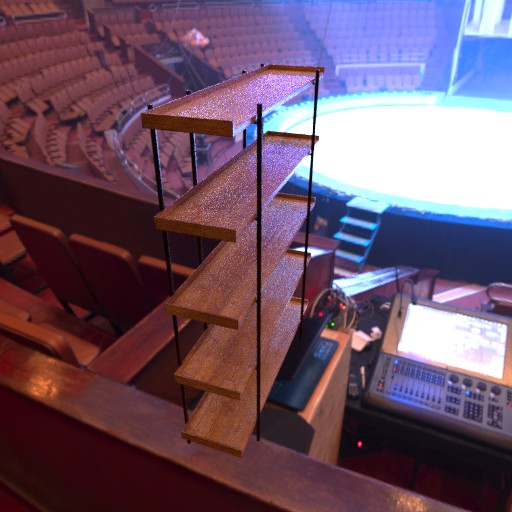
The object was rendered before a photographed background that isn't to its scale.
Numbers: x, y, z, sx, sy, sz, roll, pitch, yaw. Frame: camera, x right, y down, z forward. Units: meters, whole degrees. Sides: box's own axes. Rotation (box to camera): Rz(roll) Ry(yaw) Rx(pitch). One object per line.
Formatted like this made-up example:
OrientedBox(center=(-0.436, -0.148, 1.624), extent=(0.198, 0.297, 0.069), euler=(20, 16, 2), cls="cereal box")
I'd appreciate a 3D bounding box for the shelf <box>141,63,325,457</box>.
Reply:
OrientedBox(center=(0.000, 0.000, 2.463), extent=(0.379, 1.826, 1.371), euler=(10, 32, 17), cls="shelf")
